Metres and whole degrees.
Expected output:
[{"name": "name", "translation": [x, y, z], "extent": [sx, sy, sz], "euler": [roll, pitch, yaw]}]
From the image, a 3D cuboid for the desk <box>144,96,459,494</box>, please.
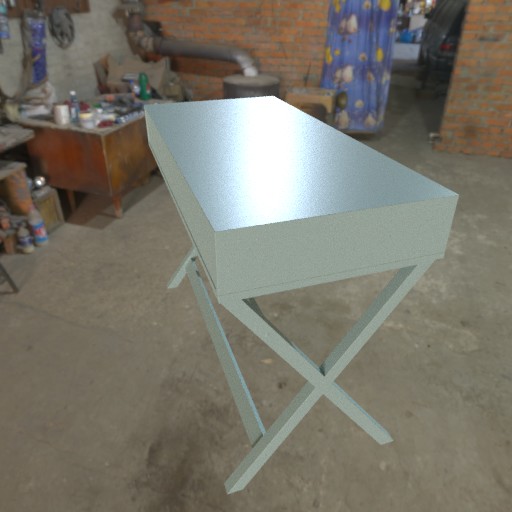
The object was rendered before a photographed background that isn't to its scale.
[{"name": "desk", "translation": [0.000, 0.000, 1.448], "extent": [0.509, 0.780, 1.059], "euler": [-10, 32, -16]}]
